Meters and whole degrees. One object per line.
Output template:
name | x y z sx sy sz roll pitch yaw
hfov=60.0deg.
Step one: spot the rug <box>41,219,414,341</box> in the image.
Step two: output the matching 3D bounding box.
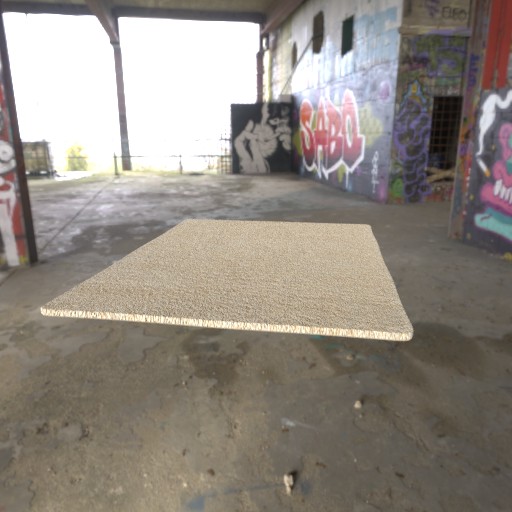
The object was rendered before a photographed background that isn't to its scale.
rug | 0.000 0.000 2.134 1.200 0.027 1.600 3 16 9
